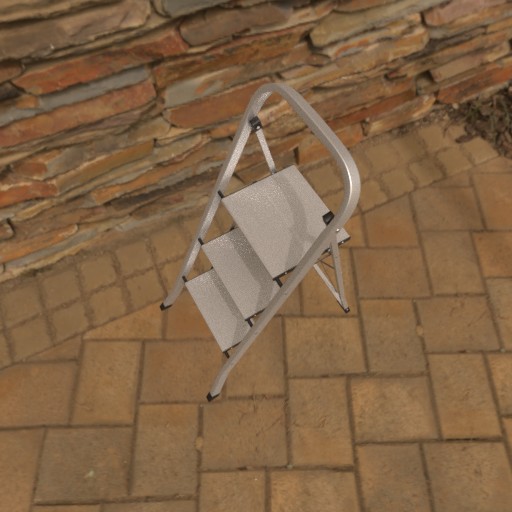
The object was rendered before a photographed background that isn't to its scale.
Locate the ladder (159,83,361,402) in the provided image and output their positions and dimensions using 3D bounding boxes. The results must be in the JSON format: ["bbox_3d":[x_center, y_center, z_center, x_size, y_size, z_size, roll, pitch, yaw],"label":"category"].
[{"bbox_3d":[0.000,0.000,1.442,0.704,1.070,0.465,-28,66,-13],"label":"ladder"}]
